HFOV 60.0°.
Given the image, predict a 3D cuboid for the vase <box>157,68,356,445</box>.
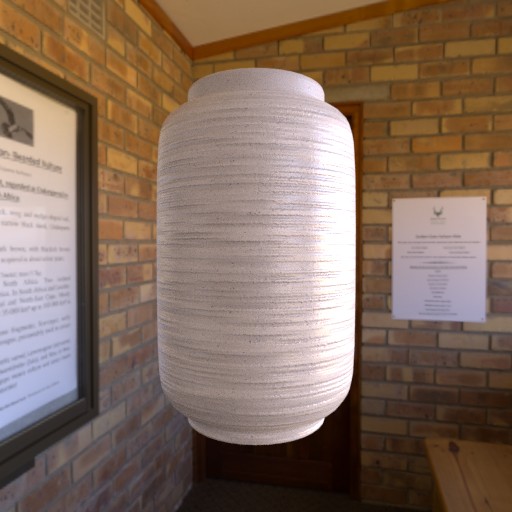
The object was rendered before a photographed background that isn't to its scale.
[{"bbox_3d":[0.000,0.000,0.461,0.202,0.335,0.202,0,1,0],"label":"vase"}]
